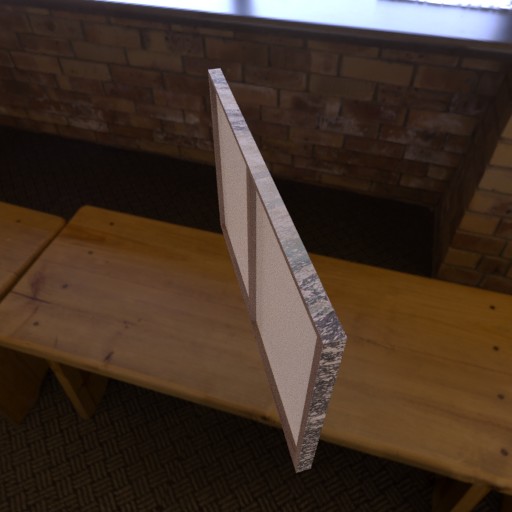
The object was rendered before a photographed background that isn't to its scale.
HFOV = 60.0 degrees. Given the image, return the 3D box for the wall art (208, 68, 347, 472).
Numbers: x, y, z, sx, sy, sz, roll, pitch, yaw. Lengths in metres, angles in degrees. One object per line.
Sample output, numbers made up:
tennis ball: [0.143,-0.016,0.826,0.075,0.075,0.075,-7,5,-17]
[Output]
wall art: [0.000,0.000,1.175,0.038,0.598,0.919,-11,48,-10]
